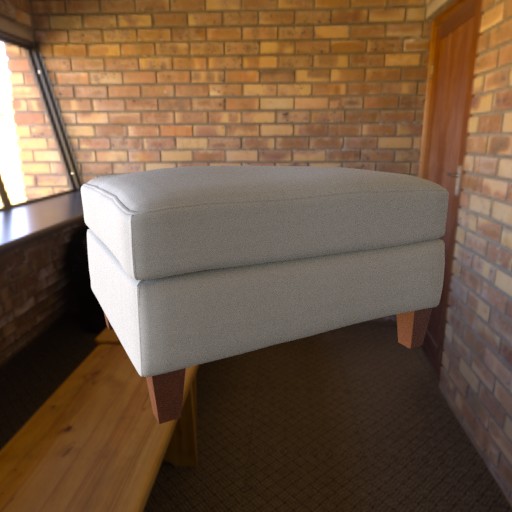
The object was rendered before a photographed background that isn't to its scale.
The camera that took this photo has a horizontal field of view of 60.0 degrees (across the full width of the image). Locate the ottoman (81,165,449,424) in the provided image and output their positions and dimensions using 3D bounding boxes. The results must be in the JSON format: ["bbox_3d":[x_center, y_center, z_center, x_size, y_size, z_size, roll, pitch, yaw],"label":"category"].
[{"bbox_3d":[0.000,0.000,1.228,0.818,0.496,0.634,-8,17,-27],"label":"ottoman"}]
